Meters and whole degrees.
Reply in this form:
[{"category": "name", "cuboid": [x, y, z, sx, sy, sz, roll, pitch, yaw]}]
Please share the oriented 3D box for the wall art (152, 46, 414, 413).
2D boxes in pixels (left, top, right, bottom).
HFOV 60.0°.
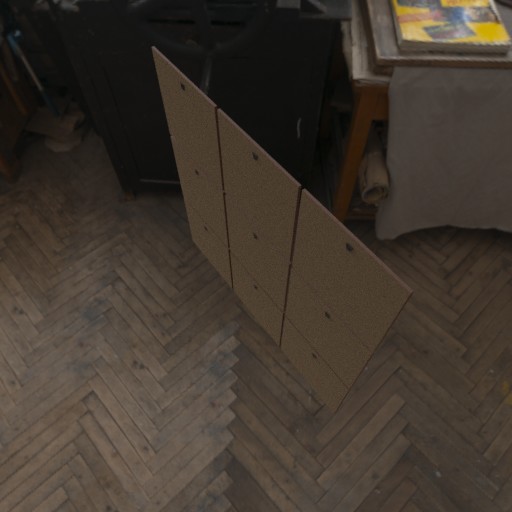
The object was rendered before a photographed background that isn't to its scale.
[{"category": "wall art", "cuboid": [0.000, 0.000, 2.284, 0.019, 1.532, 1.533, -32, 63, -19]}]
